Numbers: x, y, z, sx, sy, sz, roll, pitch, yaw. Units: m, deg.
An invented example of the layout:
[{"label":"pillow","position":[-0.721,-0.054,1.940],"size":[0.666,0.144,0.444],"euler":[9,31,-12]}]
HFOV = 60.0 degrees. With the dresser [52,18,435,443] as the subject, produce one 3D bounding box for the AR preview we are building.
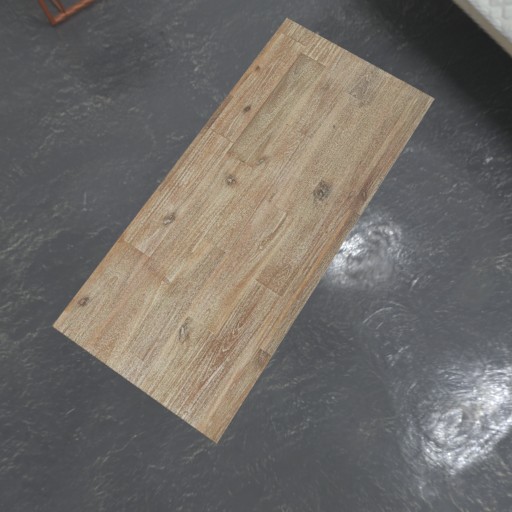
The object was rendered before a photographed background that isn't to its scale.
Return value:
[{"label":"dresser","position":[0.000,0.000,1.577],"size":[0.455,1.029,0.998],"euler":[33,78,8]}]
